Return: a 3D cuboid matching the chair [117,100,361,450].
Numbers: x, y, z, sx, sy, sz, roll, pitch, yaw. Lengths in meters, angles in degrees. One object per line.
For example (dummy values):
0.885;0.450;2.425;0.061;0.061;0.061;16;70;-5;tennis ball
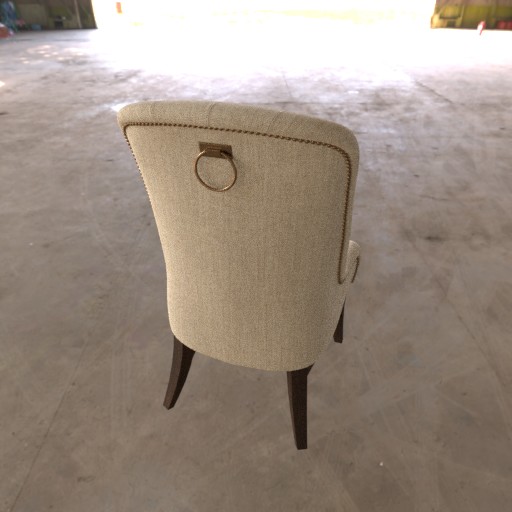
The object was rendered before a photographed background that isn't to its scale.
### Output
0.000;0.000;1.463;0.634;1.091;0.629;10;33;17;chair
